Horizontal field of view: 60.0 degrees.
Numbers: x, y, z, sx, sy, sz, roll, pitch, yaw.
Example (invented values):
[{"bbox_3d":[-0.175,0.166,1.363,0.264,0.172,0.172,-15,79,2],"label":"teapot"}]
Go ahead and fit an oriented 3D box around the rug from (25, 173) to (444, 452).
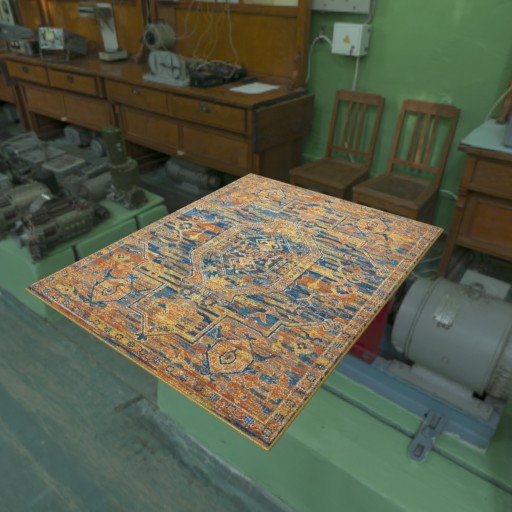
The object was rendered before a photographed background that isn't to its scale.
[{"bbox_3d":[0.000,0.000,4.023,2.435,0.031,3.040,22,39,30],"label":"rug"}]
